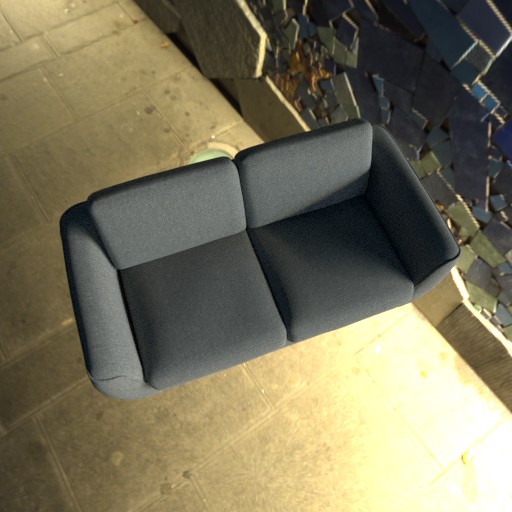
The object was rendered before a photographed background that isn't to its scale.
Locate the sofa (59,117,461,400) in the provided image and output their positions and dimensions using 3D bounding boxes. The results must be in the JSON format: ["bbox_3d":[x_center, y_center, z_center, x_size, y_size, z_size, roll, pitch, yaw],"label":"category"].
[{"bbox_3d":[0.000,0.000,2.184,1.700,0.870,0.920,-18,65,-9],"label":"sofa"}]
